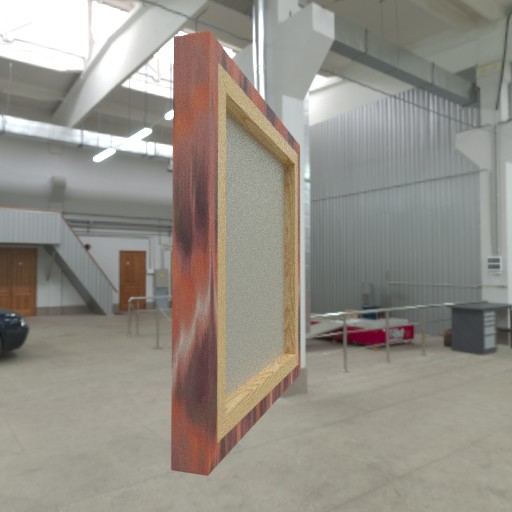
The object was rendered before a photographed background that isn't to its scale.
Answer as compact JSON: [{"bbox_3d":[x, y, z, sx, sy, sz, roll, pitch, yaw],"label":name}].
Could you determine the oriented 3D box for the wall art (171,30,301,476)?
[{"bbox_3d":[0.000,0.000,0.600,0.038,0.406,0.403,-1,-2,18],"label":"wall art"}]
